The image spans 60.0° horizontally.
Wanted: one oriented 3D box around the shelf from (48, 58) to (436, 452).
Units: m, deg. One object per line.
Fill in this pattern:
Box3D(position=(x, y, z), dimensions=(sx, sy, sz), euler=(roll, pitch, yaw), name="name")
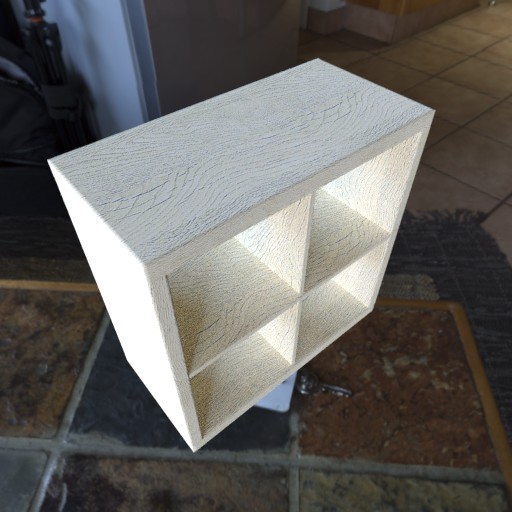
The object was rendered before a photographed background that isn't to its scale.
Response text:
Box3D(position=(0.000, 0.000, 1.265), dimensions=(0.790, 0.786, 0.390), euler=(-31, 54, -26), name="shelf")
